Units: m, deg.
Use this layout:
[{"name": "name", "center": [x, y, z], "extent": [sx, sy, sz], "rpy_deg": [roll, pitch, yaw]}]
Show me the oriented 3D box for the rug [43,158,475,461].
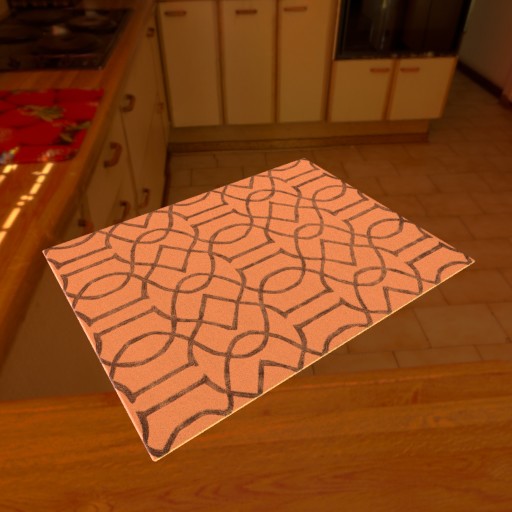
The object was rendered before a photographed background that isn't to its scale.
[{"name": "rug", "center": [0.000, 0.000, 3.736], "extent": [2.910, 0.021, 2.211], "rpy_deg": [-24, 46, -26]}]
